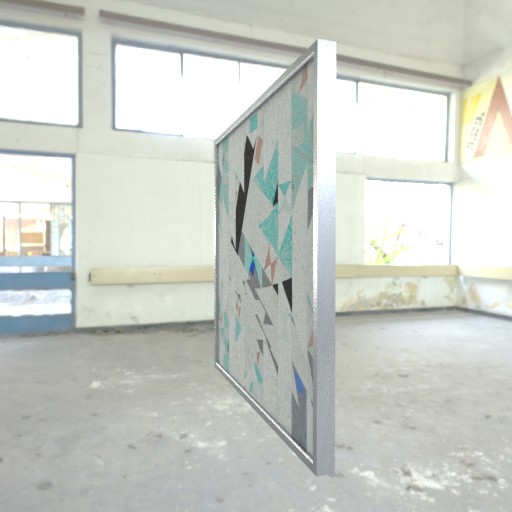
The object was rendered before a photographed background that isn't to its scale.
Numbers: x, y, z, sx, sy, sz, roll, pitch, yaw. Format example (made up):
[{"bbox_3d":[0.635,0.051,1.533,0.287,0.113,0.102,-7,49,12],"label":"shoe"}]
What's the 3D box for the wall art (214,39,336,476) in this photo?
[{"bbox_3d":[0.000,0.000,1.204,0.038,0.806,0.806,0,1,-19],"label":"wall art"}]
